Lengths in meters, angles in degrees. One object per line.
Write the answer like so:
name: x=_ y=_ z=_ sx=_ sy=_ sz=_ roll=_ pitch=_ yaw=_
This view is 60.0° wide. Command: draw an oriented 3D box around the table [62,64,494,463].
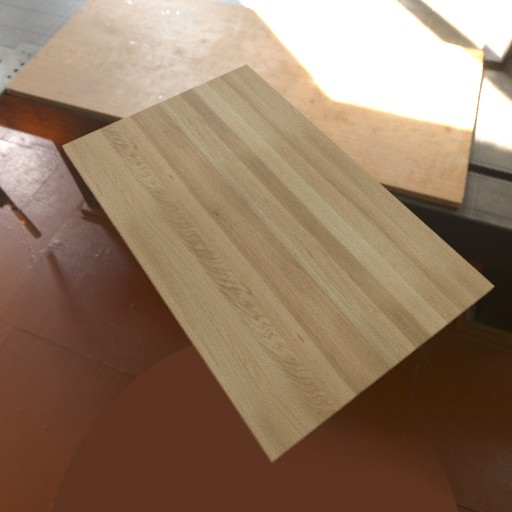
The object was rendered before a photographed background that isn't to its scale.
table: x=0.000 y=0.000 z=1.466 sx=0.700 sy=0.510 sz=1.100 roll=-31 pitch=63 yaw=-18
